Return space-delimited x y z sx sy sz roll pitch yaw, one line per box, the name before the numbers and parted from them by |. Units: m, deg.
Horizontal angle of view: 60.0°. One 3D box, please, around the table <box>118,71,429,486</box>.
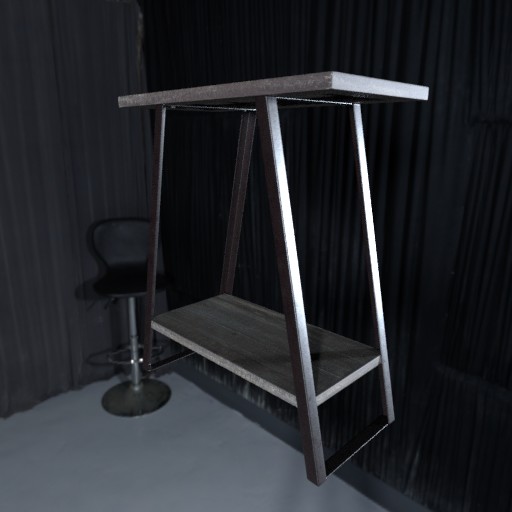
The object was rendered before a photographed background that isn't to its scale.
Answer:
table | 0.000 0.000 1.008 0.300 0.701 0.599 -15 21 -43
